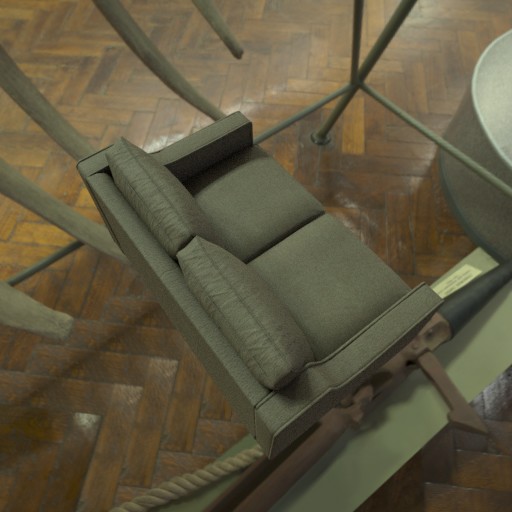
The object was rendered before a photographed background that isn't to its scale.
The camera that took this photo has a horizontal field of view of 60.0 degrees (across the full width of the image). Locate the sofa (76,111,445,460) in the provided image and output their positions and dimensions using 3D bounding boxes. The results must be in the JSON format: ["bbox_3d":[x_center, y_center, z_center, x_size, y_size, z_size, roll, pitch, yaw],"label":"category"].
[{"bbox_3d":[0.000,0.000,2.192,0.985,0.981,1.503,-33,64,-18],"label":"sofa"}]
